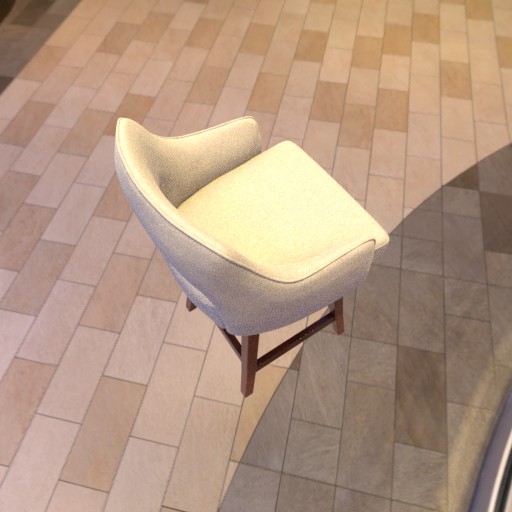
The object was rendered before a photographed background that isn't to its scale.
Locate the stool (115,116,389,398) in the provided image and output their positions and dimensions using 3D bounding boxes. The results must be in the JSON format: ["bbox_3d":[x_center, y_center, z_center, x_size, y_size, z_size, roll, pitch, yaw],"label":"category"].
[{"bbox_3d":[0.000,0.000,1.287,0.560,0.936,0.550,-29,61,-18],"label":"stool"}]
